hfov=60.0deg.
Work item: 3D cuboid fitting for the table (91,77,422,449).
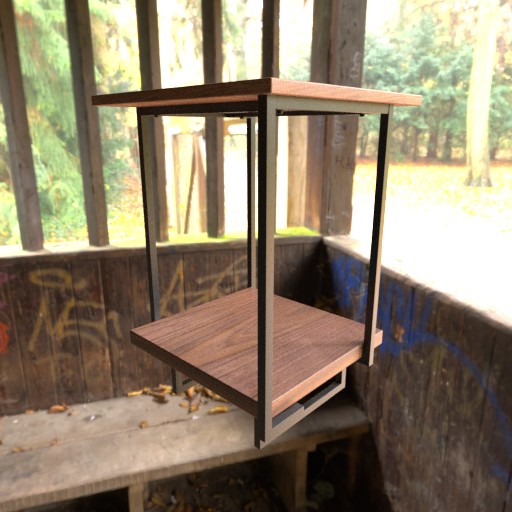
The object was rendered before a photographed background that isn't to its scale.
[{"bbox_3d":[0.000,0.000,0.830,0.411,0.567,0.384,15,22,41],"label":"table"}]
